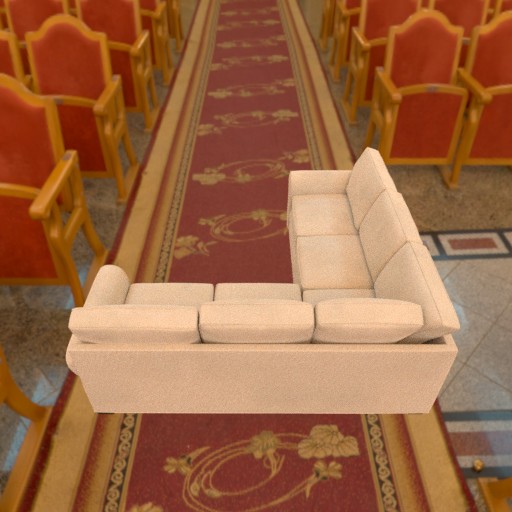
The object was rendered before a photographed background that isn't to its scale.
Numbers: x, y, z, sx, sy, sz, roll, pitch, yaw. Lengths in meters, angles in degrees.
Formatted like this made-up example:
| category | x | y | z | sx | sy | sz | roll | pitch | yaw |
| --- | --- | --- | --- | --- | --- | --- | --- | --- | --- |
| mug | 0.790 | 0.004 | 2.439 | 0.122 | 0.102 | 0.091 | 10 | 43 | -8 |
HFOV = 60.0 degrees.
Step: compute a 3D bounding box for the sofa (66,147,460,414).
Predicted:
| category | x | y | z | sx | sy | sz | roll | pitch | yaw |
| --- | --- | --- | --- | --- | --- | --- | --- | --- | --- |
| sofa | 0.000 | 0.000 | 3.903 | 2.569 | 1.054 | 2.487 | 0 | 41 | 0 |
